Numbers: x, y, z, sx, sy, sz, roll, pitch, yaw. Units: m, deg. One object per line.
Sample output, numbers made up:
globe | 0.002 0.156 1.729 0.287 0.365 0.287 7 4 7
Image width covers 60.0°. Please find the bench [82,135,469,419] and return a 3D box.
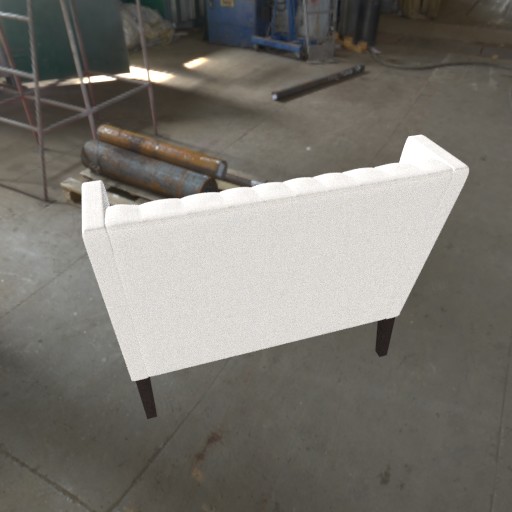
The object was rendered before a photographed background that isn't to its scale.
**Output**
bench | 0.000 0.000 2.007 1.280 1.123 0.847 -11 40 -13
